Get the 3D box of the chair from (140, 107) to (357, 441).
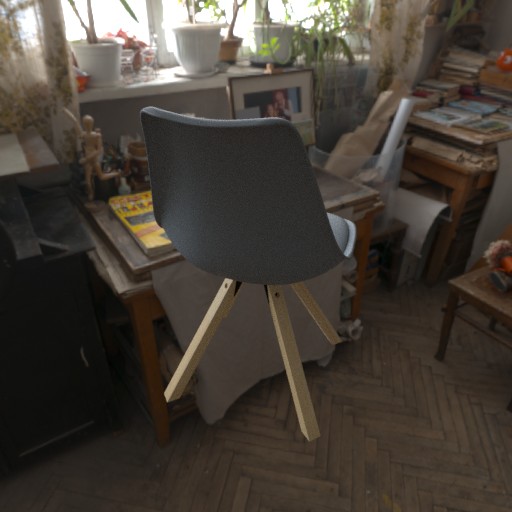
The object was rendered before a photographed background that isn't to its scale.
[{"bbox_3d":[0.000,0.000,1.147,0.485,0.850,0.549,10,34,15],"label":"chair"}]
